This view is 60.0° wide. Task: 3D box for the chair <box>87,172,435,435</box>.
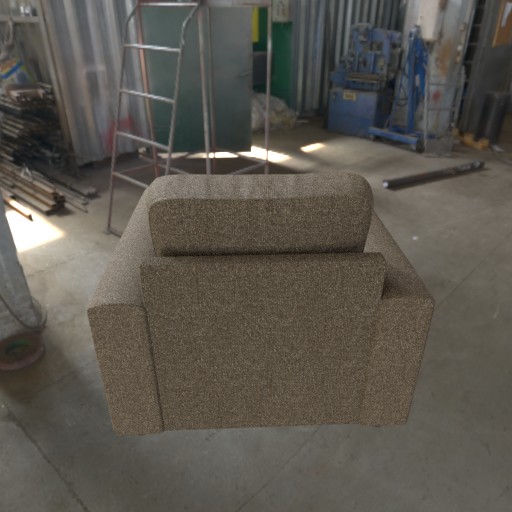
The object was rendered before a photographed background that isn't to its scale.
[{"bbox_3d":[0.000,0.000,1.752,1.005,0.873,1.016,-1,29,-2],"label":"chair"}]
